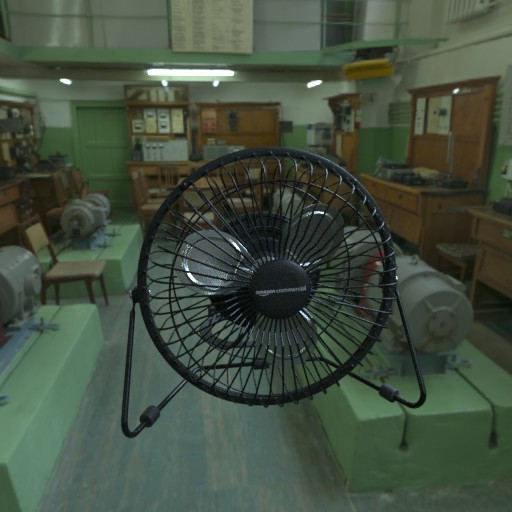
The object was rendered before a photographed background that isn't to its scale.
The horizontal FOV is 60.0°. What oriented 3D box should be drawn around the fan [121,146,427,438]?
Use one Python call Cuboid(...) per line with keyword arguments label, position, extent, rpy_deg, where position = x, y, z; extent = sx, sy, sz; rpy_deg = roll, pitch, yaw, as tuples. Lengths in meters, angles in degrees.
Cuboid(label="fan", position=(0.000, 0.000, 0.380), extent=(0.209, 0.188, 0.227), rpy_deg=(-3, 17, -9))
